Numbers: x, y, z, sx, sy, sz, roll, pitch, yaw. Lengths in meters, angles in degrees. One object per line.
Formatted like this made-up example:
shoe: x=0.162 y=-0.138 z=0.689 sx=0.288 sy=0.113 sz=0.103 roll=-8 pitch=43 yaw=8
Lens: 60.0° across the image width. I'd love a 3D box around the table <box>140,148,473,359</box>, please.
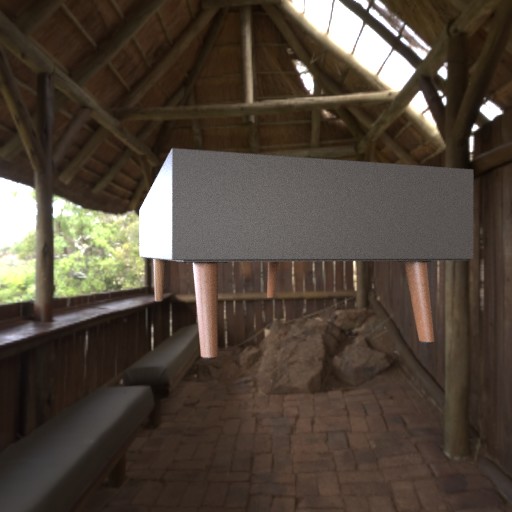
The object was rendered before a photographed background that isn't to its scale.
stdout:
table: x=0.000 y=0.000 z=1.495 sx=0.703 sy=0.404 sz=1.201 roll=0 pitch=0 yaw=-17
